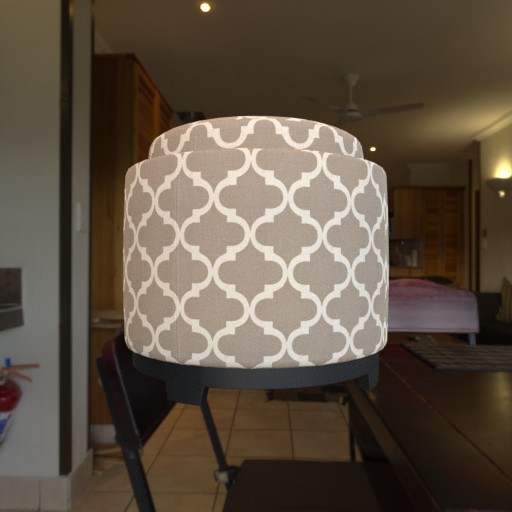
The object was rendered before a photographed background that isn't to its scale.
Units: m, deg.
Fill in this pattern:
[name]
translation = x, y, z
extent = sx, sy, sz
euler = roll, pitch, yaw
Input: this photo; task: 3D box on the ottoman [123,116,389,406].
[ottoman]
translation = 0.000, 0.000, 0.836
extent = 0.480, 0.429, 0.480
euler = 0, -1, 0
